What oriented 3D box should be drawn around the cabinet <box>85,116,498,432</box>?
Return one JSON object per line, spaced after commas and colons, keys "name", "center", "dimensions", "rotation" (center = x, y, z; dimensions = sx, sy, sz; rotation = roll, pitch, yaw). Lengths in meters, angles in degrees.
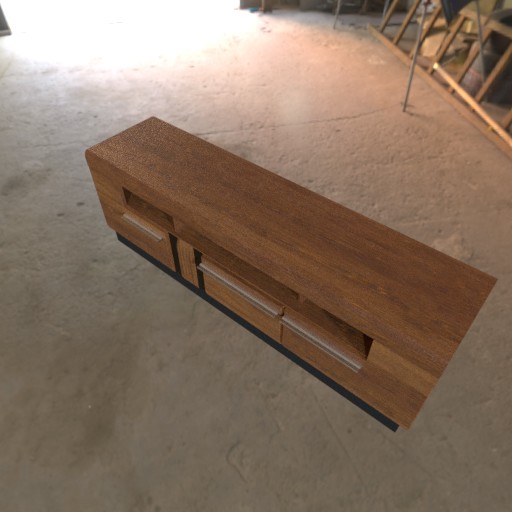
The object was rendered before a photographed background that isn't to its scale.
{"name": "cabinet", "center": [0.000, 0.000, 1.798], "dimensions": [1.600, 0.510, 0.419], "rotation": [31, 53, 26]}
